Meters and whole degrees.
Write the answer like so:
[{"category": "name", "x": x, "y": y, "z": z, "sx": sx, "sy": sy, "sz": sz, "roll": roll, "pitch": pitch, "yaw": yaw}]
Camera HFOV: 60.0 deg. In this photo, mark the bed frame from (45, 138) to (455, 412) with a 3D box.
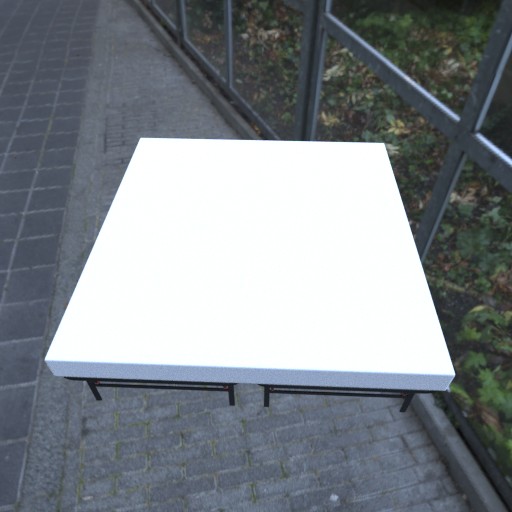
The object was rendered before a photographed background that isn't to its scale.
[{"category": "bed frame", "x": 0.000, "y": 0.000, "z": 2.987, "sx": 1.930, "sy": 0.559, "sz": 2.032, "roll": 2, "pitch": 45, "yaw": 2}]
